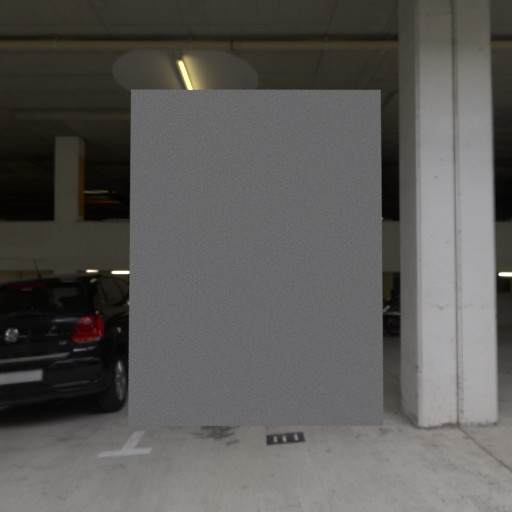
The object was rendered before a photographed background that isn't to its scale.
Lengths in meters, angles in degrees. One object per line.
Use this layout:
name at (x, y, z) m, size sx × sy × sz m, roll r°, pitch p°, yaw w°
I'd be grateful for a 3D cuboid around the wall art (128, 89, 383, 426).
wall art at (0.000, 0.000, 0.805) m, size 0.457 × 0.609 × 0.003 m, roll 0°, pitch -2°, yaw 0°
